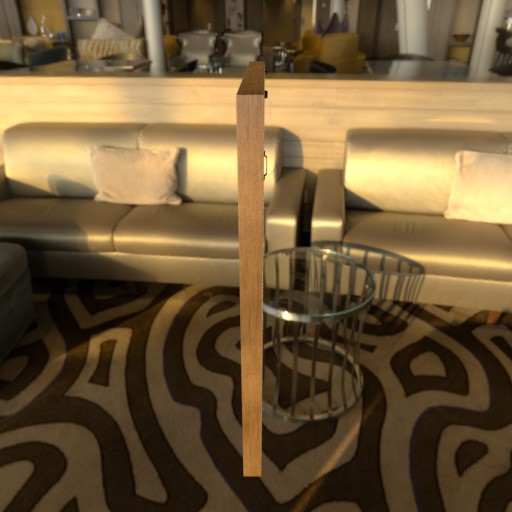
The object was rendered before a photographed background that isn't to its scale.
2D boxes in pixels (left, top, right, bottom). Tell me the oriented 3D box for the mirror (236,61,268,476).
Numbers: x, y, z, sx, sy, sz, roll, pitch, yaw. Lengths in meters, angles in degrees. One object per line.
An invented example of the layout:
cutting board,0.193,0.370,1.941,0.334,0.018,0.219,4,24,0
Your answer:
mirror,0.000,0.000,0.927,0.039,0.711,0.508,1,28,1
